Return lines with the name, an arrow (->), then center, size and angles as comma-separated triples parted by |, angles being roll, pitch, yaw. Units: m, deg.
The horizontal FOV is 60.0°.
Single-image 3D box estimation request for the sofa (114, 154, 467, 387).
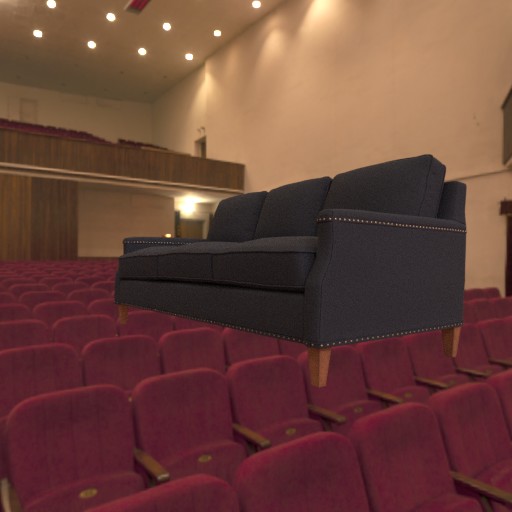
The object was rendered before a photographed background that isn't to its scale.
sofa -> 0.000, 0.000, 2.786 | 1.084, 1.003, 2.246 | 1, -1, -36
